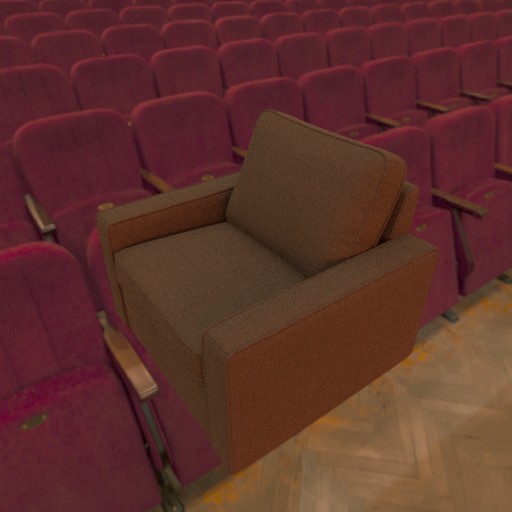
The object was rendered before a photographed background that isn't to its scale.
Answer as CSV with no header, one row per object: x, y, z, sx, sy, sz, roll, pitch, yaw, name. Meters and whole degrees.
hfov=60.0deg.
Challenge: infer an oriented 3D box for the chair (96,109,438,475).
0.000,0.000,1.754,0.940,0.919,1.017,-22,39,-29,chair
